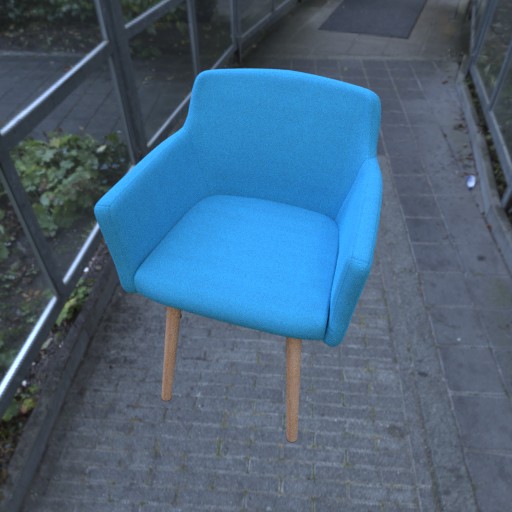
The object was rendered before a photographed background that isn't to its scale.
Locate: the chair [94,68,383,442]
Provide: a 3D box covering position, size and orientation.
[{"bbox_3d":[0.000,0.000,1.158,0.570,0.780,0.540,13,44,13],"label":"chair"}]
